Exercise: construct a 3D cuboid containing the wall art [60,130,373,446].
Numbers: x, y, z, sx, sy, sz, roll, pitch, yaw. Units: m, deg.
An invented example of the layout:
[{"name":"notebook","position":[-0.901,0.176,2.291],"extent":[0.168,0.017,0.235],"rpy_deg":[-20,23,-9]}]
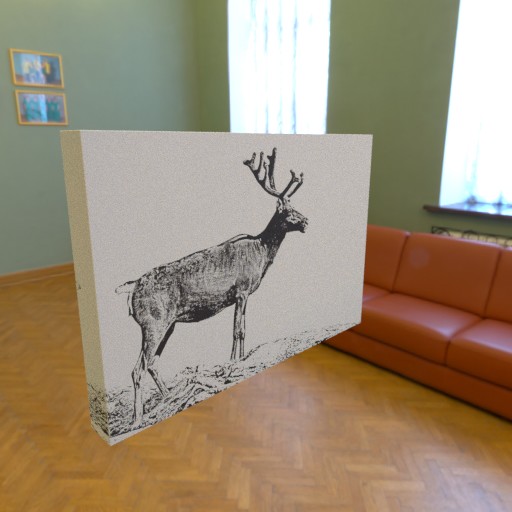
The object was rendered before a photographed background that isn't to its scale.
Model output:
[{"name":"wall art","position":[0.000,0.000,0.486],"extent":[0.381,0.259,0.038],"rpy_deg":[-14,20,-42]}]
